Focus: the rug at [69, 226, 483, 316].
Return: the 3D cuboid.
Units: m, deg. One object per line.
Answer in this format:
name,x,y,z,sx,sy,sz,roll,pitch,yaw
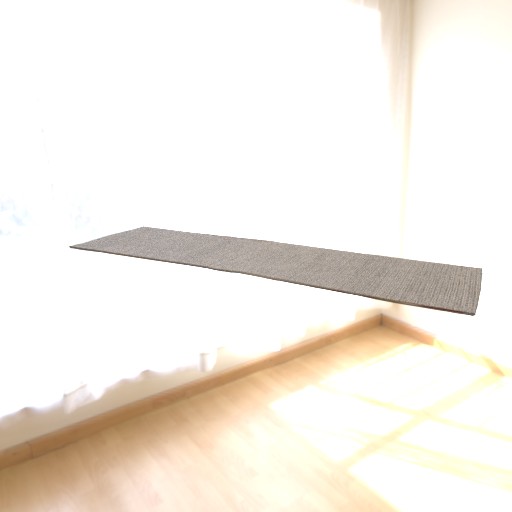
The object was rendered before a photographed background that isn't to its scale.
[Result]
rug,0.000,0.000,2.540,2.320,0.032,0.692,8,17,27
